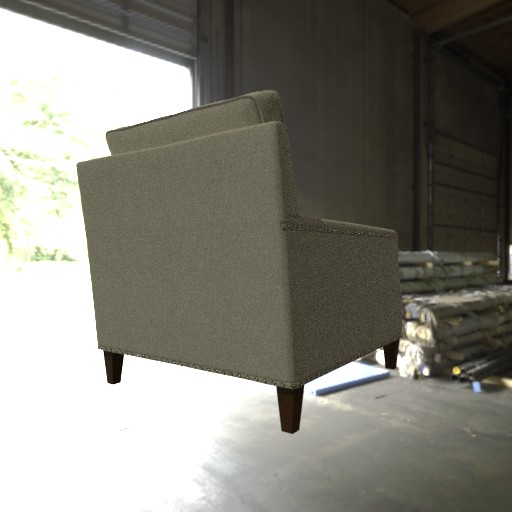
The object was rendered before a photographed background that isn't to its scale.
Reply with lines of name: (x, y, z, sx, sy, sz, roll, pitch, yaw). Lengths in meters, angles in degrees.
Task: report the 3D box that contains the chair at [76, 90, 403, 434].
chair: (0.000, 0.000, 1.725, 0.853, 0.943, 1.014, 0, 0, 36)
